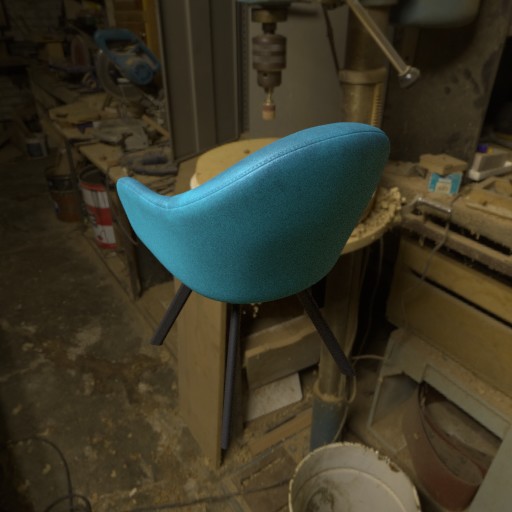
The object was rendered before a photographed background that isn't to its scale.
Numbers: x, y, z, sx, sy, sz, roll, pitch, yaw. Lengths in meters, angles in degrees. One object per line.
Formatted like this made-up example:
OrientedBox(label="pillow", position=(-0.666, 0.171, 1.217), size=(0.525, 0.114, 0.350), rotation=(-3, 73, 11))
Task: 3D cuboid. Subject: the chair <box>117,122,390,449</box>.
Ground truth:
OrientedBox(label="chair", position=(0.000, 0.000, 1.158), size=(0.540, 0.780, 0.570), rotation=(-19, 36, -29))
